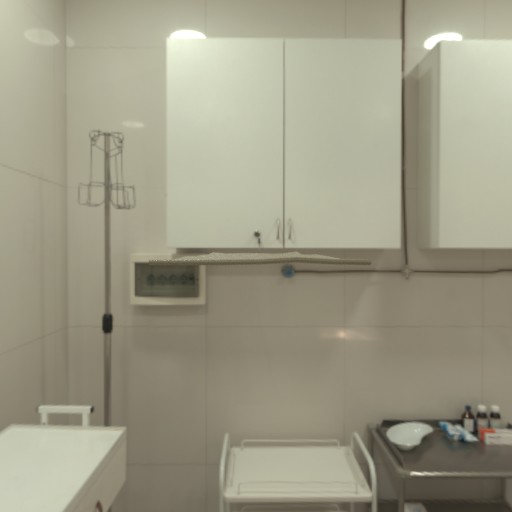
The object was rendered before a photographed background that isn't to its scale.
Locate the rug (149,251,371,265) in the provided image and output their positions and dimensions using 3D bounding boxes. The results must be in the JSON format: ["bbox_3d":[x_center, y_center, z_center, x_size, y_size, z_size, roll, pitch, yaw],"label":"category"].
[{"bbox_3d":[0.000,0.000,2.703,0.752,0.051,2.452,0,1,-1],"label":"rug"}]
